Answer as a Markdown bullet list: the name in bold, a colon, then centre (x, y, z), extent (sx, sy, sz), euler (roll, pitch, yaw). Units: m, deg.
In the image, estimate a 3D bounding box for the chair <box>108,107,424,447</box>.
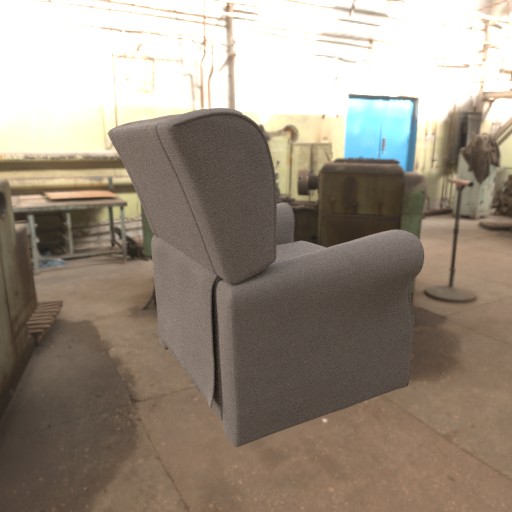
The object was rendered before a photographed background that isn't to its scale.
- **chair**: centre (0.000, 0.000, 1.620), extent (0.854, 0.966, 0.906), euler (-7, 16, -27)
